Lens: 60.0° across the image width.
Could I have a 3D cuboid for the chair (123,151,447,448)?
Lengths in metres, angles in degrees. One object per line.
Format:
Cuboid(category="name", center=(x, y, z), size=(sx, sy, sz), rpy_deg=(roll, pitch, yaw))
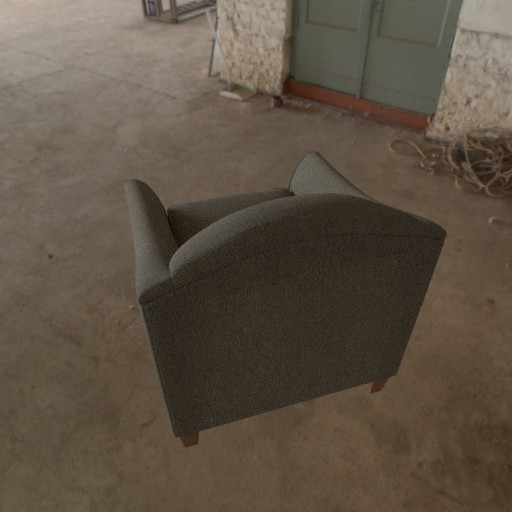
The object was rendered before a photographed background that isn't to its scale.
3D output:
Cuboid(category="chair", center=(0.000, 0.000, 1.471), size=(0.763, 0.839, 0.787), rpy_deg=(-11, 42, -13))
